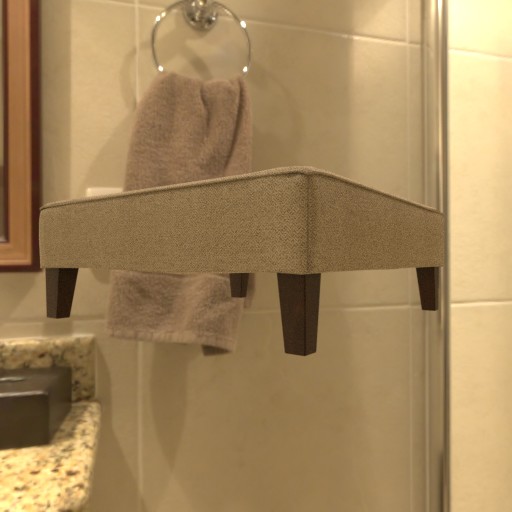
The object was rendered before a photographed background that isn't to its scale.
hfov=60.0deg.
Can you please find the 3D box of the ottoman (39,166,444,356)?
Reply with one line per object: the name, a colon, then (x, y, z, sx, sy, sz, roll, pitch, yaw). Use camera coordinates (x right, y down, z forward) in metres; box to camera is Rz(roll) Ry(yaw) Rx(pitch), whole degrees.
ottoman: (0.000, 0.000, 1.473, 0.973, 0.381, 0.982, 0, 0, 37)
